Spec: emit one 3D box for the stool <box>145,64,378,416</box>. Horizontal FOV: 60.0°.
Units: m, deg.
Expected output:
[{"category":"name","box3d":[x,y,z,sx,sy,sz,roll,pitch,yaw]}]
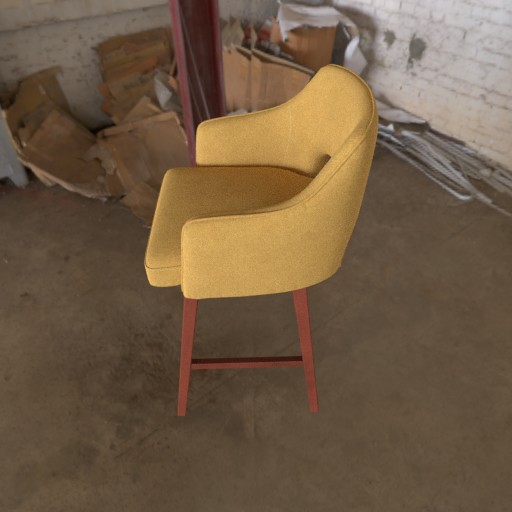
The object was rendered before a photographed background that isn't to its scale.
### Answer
[{"category":"stool","box3d":[0.000,0.000,1.345,0.558,1.012,0.548,-1,42,-1]}]
